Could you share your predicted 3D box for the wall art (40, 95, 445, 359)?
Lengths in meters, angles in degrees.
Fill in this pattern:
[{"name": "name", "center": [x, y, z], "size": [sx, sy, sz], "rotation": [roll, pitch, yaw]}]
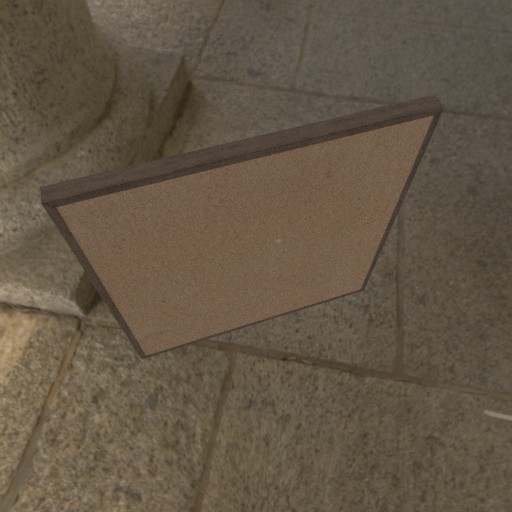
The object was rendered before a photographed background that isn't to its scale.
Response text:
[{"name": "wall art", "center": [0.000, 0.000, 1.129], "size": [0.762, 0.762, 0.038], "rotation": [-16, 59, -10]}]
